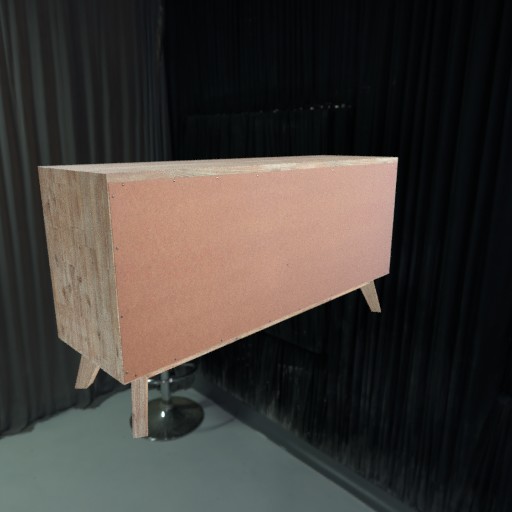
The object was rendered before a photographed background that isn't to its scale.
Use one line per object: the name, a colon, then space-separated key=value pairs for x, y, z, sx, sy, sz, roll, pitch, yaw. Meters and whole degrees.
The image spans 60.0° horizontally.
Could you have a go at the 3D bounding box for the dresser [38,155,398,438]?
dresser: x=0.000 y=0.000 z=1.918 sx=0.455 sy=0.805 sz=1.554 roll=14 pitch=20 yaw=43
